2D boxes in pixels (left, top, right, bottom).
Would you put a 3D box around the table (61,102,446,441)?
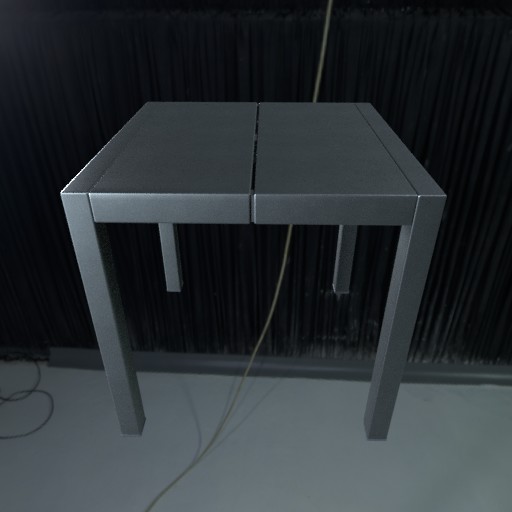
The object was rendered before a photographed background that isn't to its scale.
[{"bbox_3d":[0.000,0.000,0.927,0.508,0.508,0.508,1,32,1],"label":"table"}]
